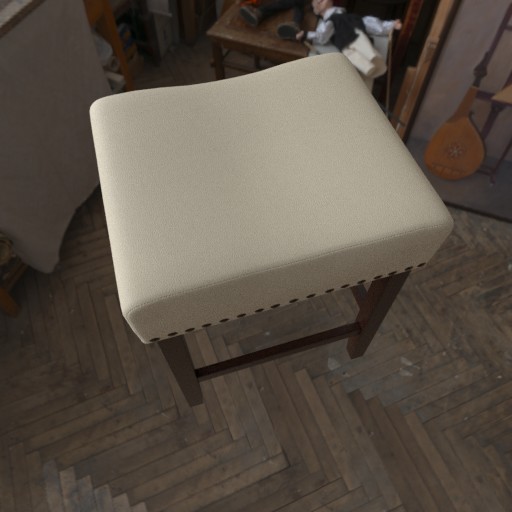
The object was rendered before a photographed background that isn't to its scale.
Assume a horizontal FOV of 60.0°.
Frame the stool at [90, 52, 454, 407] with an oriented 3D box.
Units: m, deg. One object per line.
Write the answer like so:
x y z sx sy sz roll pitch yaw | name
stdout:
0.000 0.000 0.921 0.471 0.609 0.401 -15 60 -9 | stool
